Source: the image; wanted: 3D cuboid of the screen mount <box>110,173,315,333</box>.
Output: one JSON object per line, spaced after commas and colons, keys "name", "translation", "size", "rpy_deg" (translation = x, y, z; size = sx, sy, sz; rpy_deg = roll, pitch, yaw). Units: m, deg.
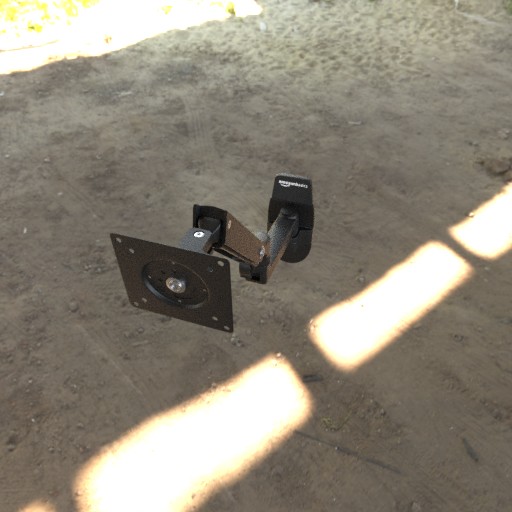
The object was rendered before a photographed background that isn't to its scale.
{"name": "screen mount", "translation": [0.000, 0.000, 0.713], "size": [0.115, 0.466, 0.495], "rpy_deg": [13, 45, 13]}
